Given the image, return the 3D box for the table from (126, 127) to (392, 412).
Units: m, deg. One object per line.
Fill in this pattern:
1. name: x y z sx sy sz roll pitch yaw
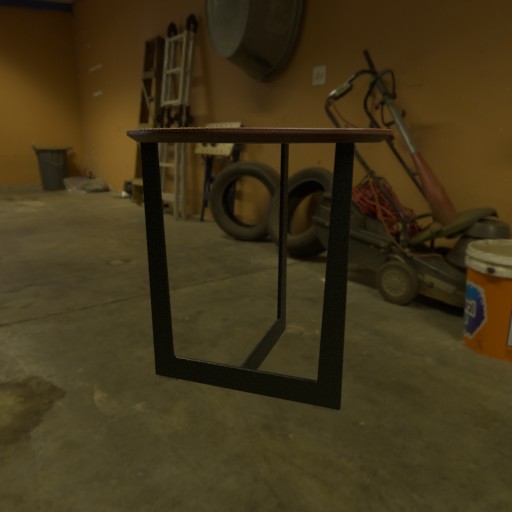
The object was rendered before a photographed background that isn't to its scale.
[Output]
1. table: 0.000 0.000 0.878 0.477 0.476 0.494 2 15 9
